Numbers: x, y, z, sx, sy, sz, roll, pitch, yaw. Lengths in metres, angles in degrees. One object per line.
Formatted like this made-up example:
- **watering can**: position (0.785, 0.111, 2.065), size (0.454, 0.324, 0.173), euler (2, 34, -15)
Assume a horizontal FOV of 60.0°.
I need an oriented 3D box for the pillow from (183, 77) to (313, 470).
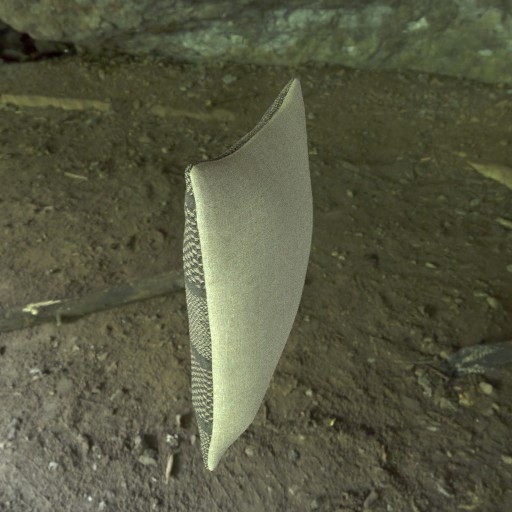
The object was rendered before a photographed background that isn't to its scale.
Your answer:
- **pillow**: position (0.000, 0.000, 0.660), size (0.138, 0.432, 0.435), euler (9, 33, 14)
